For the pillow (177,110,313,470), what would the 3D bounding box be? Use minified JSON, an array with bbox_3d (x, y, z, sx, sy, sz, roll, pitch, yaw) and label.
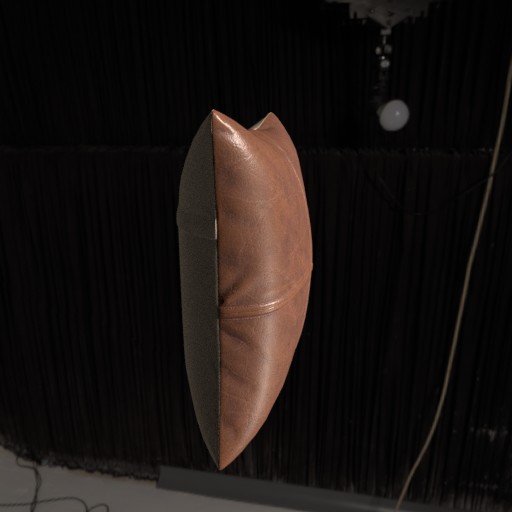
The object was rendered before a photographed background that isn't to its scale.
[{"bbox_3d":[0.000,0.000,0.749,0.192,0.470,0.484,3,17,9],"label":"pillow"}]
